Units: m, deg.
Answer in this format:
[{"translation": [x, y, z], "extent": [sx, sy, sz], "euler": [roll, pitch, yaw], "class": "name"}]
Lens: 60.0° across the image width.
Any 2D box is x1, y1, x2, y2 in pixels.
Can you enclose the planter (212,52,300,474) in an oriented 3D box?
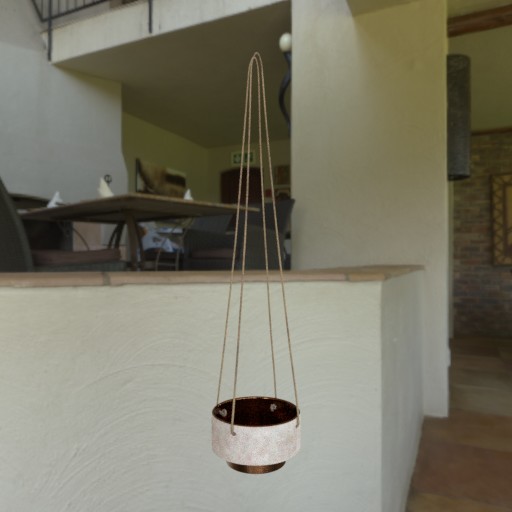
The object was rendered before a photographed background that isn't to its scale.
[{"translation": [0.000, 0.000, 1.124], "extent": [0.223, 1.030, 0.223], "euler": [0, 0, -17], "class": "planter"}]
